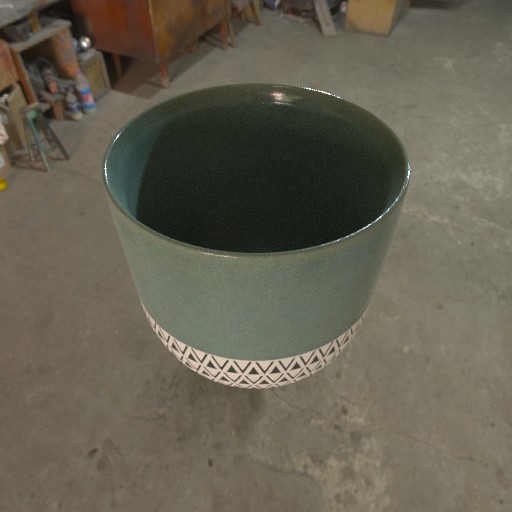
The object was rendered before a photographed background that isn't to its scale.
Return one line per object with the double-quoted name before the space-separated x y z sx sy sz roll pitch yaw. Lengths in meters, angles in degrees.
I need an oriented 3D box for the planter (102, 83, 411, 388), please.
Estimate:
"planter" 0.000 0.000 0.487 0.266 0.270 0.266 0 46 0
